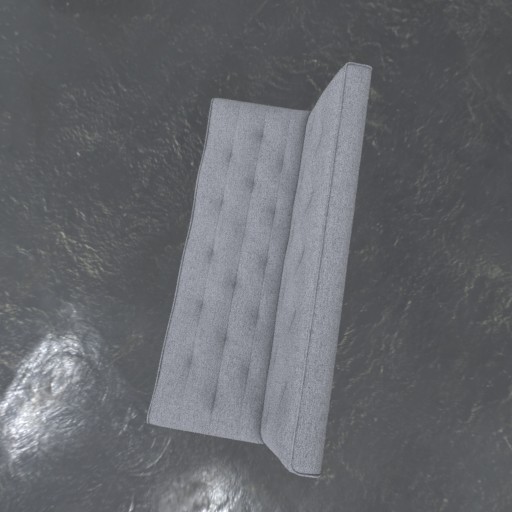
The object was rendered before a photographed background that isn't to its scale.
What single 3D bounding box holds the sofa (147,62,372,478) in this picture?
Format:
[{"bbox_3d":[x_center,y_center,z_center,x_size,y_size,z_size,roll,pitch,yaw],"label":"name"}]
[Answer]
[{"bbox_3d":[0.000,0.000,2.281,0.810,0.830,1.820,9,78,2],"label":"sofa"}]
